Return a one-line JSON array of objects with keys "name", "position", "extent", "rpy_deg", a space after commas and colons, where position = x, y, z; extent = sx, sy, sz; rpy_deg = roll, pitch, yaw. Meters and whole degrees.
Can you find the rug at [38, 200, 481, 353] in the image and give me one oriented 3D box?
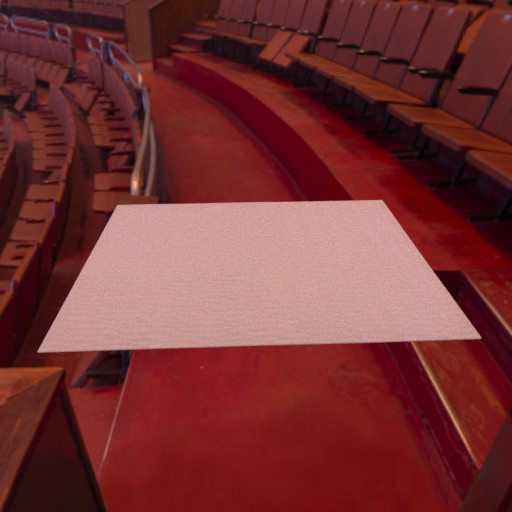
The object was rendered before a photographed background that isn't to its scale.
[{"name": "rug", "position": [0.000, 0.000, 4.073], "extent": [3.055, 0.021, 2.410], "rpy_deg": [-1, 31, -2]}]
